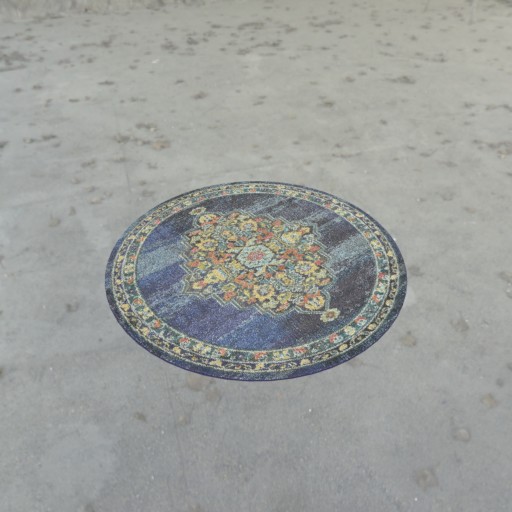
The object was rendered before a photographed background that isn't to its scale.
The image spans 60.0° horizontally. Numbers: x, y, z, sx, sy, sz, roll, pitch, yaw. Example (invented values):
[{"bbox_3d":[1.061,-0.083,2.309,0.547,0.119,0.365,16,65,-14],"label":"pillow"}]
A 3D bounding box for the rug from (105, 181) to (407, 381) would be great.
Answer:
[{"bbox_3d":[0.000,0.000,3.614,2.386,0.014,2.386,0,40,0],"label":"rug"}]
